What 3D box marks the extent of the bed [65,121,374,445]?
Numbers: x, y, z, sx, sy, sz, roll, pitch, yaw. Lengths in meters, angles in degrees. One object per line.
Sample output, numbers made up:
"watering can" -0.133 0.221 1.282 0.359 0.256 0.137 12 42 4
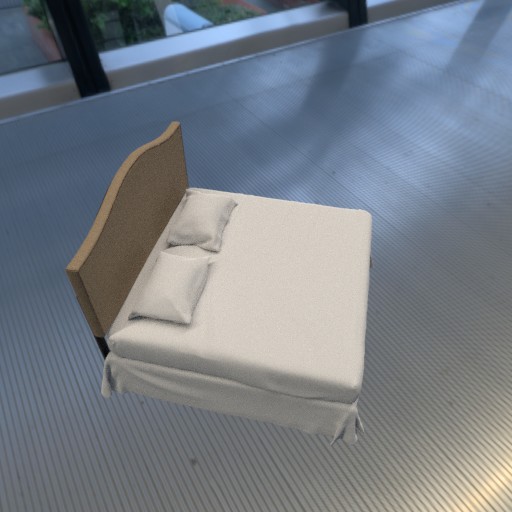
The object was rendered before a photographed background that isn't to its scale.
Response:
"bed" 0.000 0.000 3.821 2.222 1.651 2.311 9 46 9
